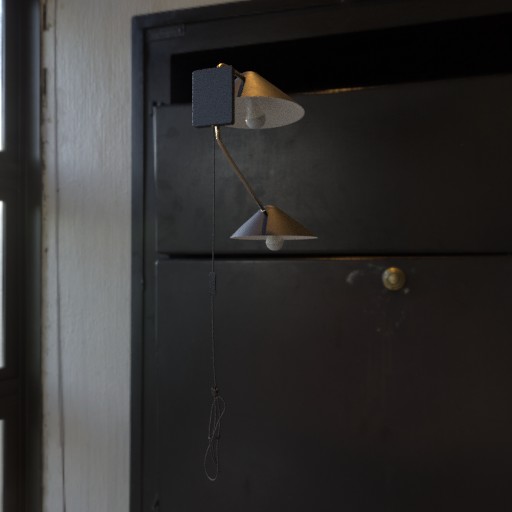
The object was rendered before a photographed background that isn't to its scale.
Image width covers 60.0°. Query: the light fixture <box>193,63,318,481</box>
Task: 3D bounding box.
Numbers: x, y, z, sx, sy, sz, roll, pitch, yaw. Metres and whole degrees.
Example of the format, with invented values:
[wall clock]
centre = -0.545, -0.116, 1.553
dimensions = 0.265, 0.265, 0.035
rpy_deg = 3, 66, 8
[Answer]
[light fixture]
centre = 0.000, 0.000, 0.840
dimensions = 0.189, 0.665, 0.422
rpy_deg = 0, 0, 19
